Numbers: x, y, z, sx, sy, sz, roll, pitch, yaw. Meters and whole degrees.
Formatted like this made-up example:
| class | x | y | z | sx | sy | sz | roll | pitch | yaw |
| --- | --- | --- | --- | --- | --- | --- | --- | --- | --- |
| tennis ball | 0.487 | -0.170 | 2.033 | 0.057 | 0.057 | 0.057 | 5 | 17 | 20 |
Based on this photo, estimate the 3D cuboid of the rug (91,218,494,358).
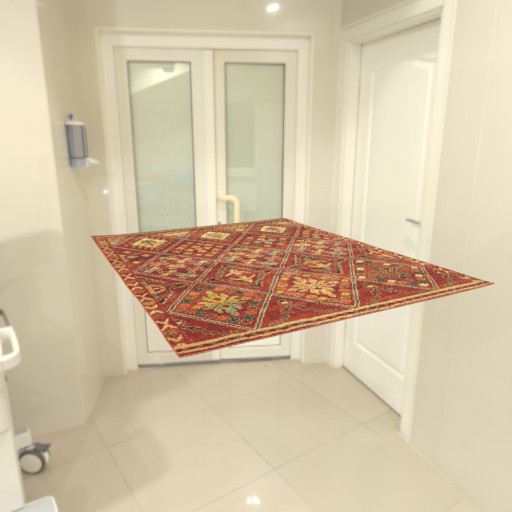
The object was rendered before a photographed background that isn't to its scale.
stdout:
| class | x | y | z | sx | sy | sz | roll | pitch | yaw |
| --- | --- | --- | --- | --- | --- | --- | --- | --- | --- |
| rug | 0.000 | 0.000 | 4.116 | 2.489 | 0.030 | 3.086 | -8 | 17 | -27 |
